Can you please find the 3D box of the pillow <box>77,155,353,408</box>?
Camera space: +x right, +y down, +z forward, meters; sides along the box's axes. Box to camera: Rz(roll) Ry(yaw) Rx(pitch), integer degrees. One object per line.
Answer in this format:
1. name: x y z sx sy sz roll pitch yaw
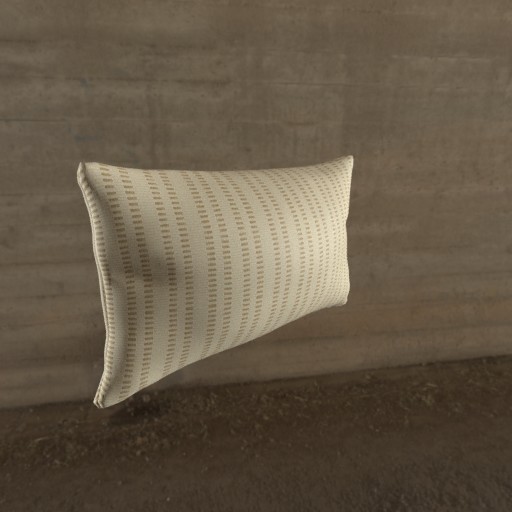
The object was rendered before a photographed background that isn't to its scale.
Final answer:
1. pillow: 0.000 0.000 0.815 0.210 0.353 0.640 13 19 43
